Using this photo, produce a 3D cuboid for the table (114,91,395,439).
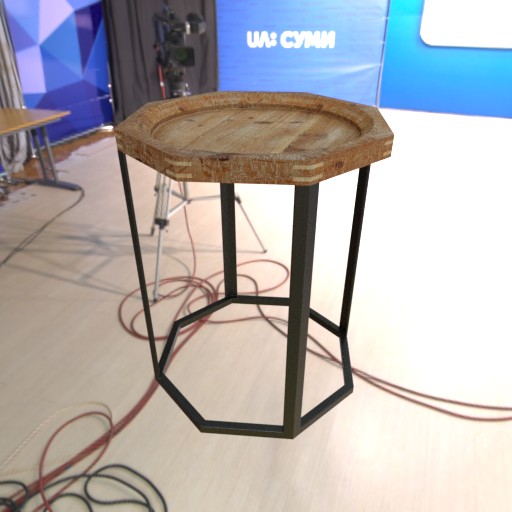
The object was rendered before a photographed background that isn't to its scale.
[{"bbox_3d":[0.000,0.000,0.880,0.458,0.543,0.458,-9,32,-15],"label":"table"}]
